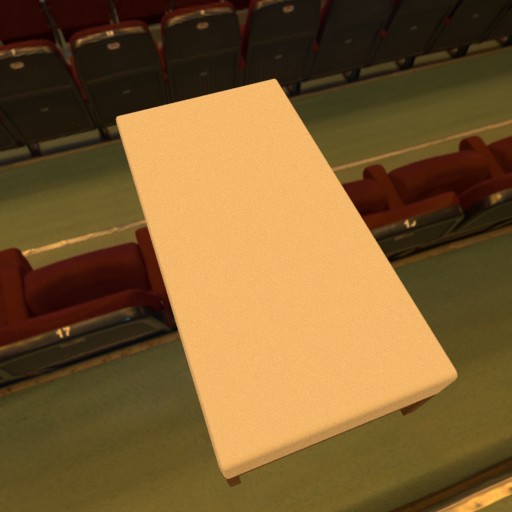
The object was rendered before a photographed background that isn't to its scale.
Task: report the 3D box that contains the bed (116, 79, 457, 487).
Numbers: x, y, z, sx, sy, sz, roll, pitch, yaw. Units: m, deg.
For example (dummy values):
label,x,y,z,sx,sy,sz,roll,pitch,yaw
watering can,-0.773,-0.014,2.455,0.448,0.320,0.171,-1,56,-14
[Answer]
label,x,y,z,sx,sy,sz,roll,pitch,yaw
bed,0.000,0.000,2.321,0.961,0.616,1.902,-18,60,-11
